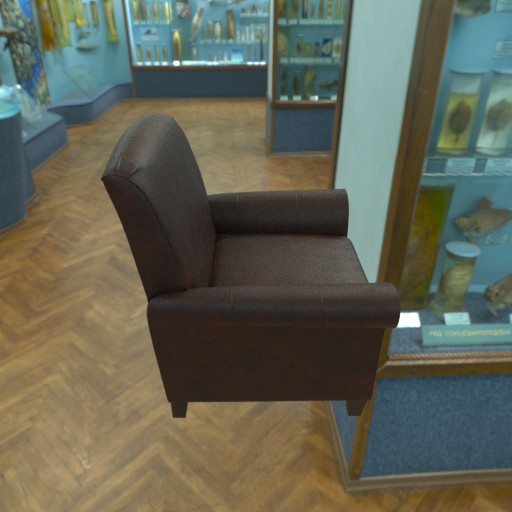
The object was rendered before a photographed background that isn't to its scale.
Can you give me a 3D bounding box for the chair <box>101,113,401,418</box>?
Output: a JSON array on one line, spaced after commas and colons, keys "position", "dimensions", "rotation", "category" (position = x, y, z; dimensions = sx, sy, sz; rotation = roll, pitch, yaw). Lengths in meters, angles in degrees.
[{"position": [0.000, 0.000, 1.795], "dimensions": [0.902, 1.061, 0.978], "rotation": [0, 30, 0], "category": "chair"}]
